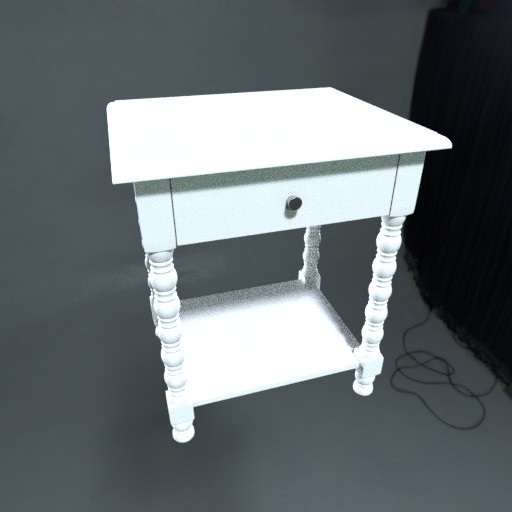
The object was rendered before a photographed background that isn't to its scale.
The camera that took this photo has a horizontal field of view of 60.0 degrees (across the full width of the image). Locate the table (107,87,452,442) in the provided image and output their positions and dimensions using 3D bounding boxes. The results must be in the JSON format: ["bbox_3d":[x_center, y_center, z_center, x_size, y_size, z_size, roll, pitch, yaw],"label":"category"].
[{"bbox_3d":[0.000,0.000,0.849,0.460,0.531,0.381,-9,32,-15],"label":"table"}]
